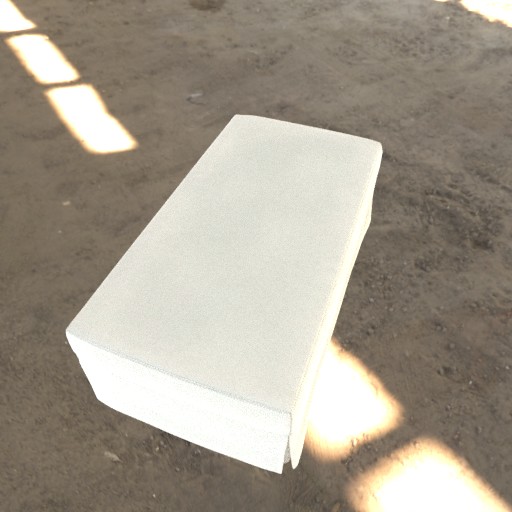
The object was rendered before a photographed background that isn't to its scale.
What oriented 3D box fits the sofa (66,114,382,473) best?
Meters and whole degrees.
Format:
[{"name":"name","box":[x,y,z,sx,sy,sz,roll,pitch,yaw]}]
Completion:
[{"name":"sofa","box":[0.000,0.000,2.170,0.939,0.552,1.677,16,49,14]}]
